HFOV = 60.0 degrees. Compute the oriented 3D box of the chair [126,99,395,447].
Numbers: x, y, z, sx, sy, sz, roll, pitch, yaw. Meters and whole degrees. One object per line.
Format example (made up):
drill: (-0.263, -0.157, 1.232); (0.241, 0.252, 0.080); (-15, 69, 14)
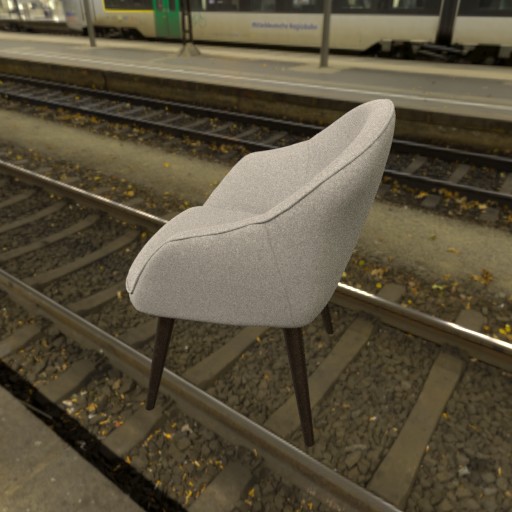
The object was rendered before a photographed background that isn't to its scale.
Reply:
chair: (0.000, 0.000, 1.195); (0.611, 0.810, 0.589); (8, 31, 13)
